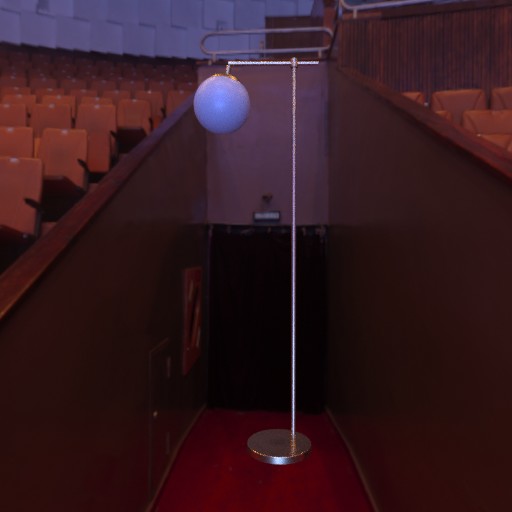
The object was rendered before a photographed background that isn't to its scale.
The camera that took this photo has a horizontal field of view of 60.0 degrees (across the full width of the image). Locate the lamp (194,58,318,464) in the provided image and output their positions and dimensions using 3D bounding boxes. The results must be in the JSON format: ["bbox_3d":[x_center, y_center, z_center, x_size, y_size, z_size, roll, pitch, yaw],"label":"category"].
[{"bbox_3d":[0.000,0.000,1.712,0.476,1.505,0.249,0,1,0],"label":"lamp"}]
